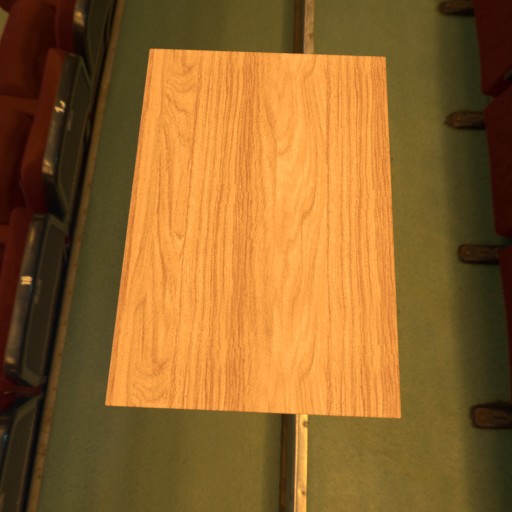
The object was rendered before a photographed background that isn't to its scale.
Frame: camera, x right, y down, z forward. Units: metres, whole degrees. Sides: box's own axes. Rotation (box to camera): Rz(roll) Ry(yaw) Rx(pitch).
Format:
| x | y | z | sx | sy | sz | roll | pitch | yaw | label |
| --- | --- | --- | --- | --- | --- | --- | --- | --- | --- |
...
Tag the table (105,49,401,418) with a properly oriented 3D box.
| x | y | z | sx | sy | sz | roll | pitch | yaw | label |
| --- | --- | --- | --- | --- | --- | --- | --- | --- | --- |
| 0.000 | 0.000 | 0.795 | 0.360 | 0.440 | 0.500 | 2 | 75 | 1 | table |
